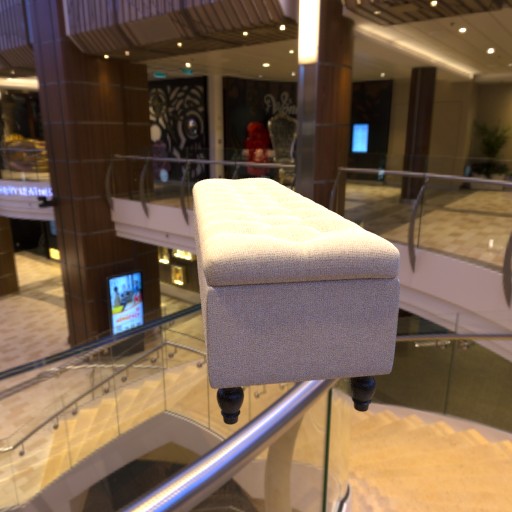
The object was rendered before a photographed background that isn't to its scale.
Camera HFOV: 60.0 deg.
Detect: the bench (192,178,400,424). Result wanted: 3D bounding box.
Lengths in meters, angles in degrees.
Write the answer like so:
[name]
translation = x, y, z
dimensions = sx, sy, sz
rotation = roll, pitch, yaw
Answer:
[bench]
translation = 0.000, 0.000, 1.718
dimensions = 0.455, 0.467, 1.480
rotation = -2, 16, -8
